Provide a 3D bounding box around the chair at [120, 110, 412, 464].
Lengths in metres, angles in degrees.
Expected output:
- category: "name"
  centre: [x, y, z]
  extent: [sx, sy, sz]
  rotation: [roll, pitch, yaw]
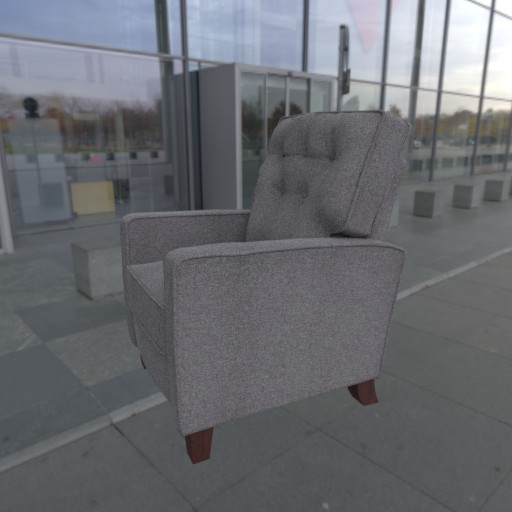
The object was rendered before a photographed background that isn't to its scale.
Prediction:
- category: "chair"
  centre: [0.000, 0.000, 1.415]
  extent: [0.775, 0.889, 0.650]
  rotation: [-7, 17, -26]
